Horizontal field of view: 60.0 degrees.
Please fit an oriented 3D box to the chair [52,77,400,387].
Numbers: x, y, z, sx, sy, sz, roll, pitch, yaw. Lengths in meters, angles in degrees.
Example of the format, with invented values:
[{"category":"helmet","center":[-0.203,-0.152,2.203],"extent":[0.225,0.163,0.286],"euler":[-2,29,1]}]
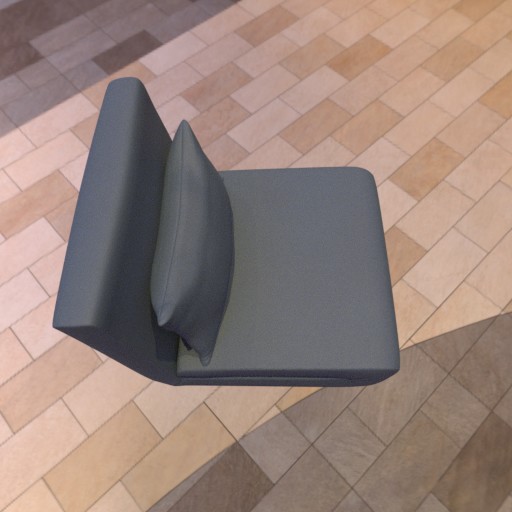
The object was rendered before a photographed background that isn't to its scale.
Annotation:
[{"category":"chair","center":[0.000,0.000,1.462],"extent":[0.900,0.808,0.770],"euler":[1,63,0]}]
